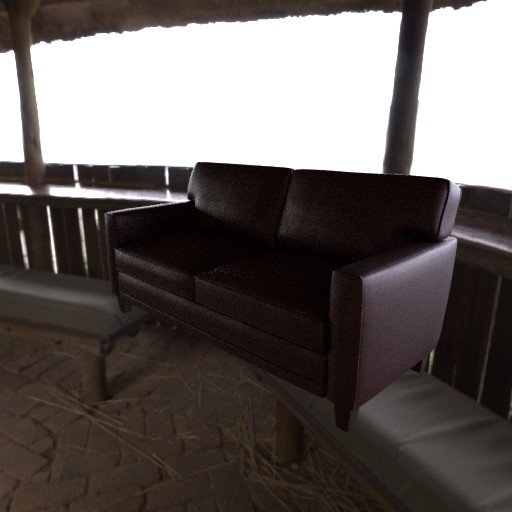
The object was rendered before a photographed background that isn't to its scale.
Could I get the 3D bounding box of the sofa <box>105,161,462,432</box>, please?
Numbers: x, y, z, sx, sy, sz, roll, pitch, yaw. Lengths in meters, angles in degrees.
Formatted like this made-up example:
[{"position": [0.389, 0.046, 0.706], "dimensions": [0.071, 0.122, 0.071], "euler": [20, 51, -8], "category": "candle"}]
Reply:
[{"position": [0.000, 0.000, 2.432], "dimensions": [1.876, 0.928, 0.912], "euler": [15, 21, 43], "category": "sofa"}]
